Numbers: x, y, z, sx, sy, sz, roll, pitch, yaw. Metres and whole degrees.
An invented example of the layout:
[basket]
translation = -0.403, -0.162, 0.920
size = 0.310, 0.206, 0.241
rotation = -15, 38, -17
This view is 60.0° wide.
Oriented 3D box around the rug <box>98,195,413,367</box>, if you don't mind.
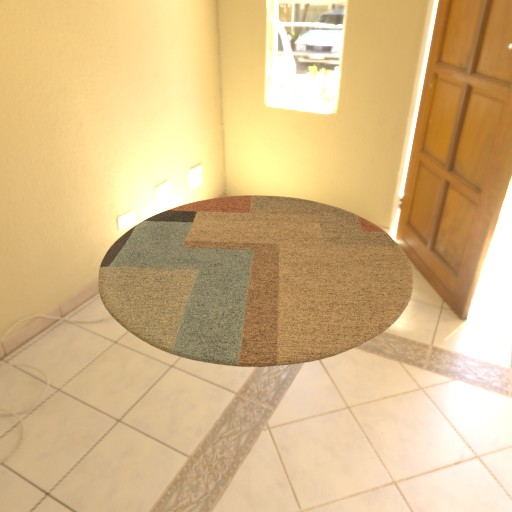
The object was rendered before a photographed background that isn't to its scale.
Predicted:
[rug]
translation = 0.000, 0.000, 3.608
size = 2.461, 0.033, 2.461
rotation = 0, 31, 0
